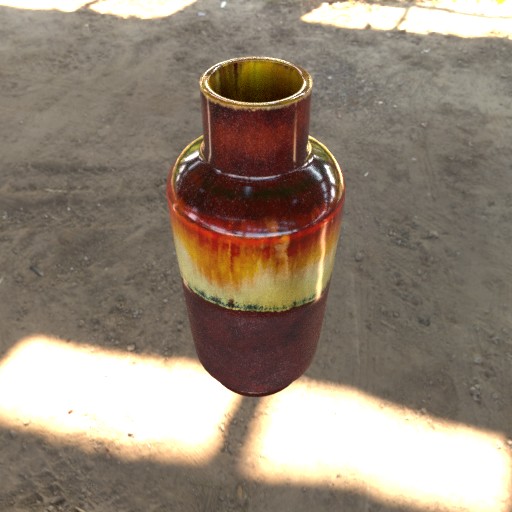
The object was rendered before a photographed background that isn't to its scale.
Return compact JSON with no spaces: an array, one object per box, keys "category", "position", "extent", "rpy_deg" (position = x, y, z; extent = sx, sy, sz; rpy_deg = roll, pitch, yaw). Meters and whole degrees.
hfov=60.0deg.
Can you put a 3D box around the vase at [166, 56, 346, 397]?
[{"category":"vase","position":[0.000,0.000,0.320],"extent":[0.111,0.261,0.111],"rpy_deg":[0,46,0]}]
